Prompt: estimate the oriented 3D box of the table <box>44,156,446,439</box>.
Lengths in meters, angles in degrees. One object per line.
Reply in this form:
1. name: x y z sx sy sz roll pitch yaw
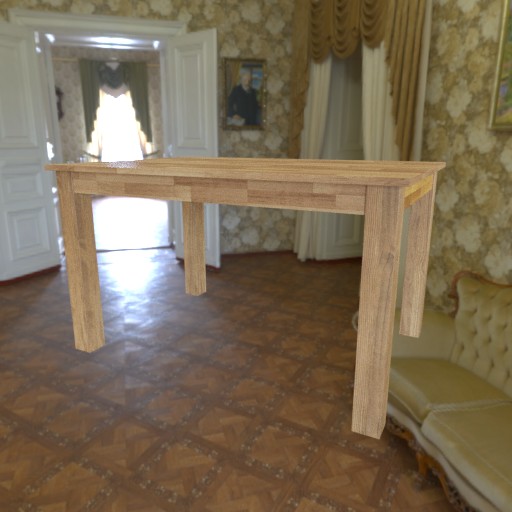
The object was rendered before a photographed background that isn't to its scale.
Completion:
1. table: 0.000 0.000 1.831 1.300 0.750 0.900 8 17 27
